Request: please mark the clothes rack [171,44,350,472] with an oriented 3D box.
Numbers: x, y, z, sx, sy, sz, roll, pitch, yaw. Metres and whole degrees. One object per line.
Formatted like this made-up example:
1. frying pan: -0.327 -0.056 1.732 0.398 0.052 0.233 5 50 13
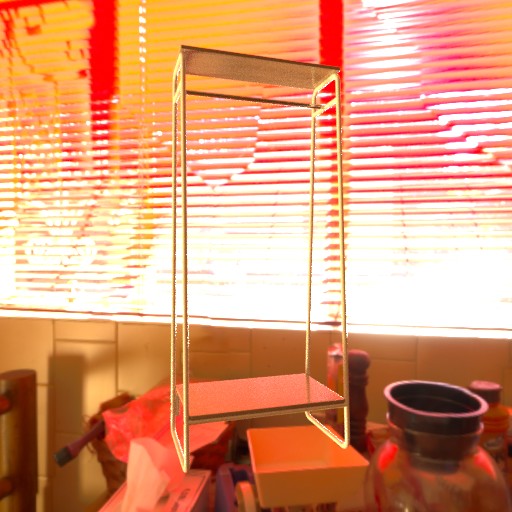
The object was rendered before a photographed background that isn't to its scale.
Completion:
1. clothes rack: 0.000 0.000 1.792 0.640 1.512 0.400 0 0 -18
